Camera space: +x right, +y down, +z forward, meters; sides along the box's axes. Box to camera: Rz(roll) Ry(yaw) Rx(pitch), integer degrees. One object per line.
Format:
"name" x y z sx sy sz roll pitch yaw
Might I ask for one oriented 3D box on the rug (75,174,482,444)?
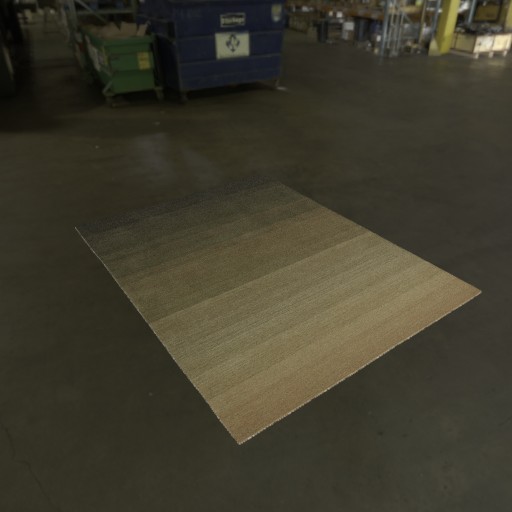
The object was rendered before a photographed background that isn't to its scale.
"rug" 0.000 0.000 3.943 2.315 0.015 2.932 -21 39 -29
